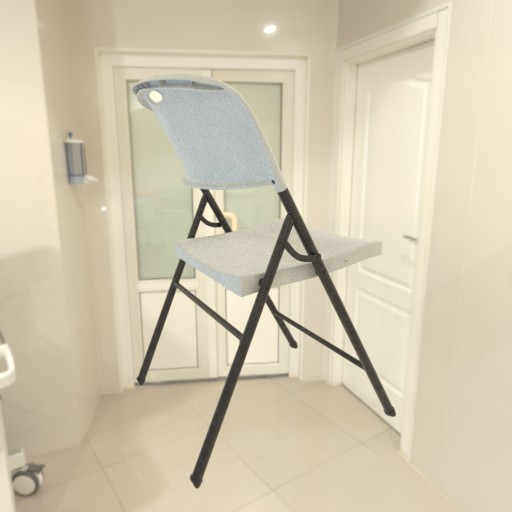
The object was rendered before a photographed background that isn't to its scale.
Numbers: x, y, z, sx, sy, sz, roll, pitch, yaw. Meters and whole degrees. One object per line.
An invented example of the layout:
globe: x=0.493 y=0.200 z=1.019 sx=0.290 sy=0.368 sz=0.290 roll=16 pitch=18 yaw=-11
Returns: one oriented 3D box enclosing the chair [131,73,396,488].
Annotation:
chair: x=0.000 y=0.000 z=1.135 sx=0.566 sy=0.810 sz=0.494 roll=-7 pitch=15 yaw=-27
